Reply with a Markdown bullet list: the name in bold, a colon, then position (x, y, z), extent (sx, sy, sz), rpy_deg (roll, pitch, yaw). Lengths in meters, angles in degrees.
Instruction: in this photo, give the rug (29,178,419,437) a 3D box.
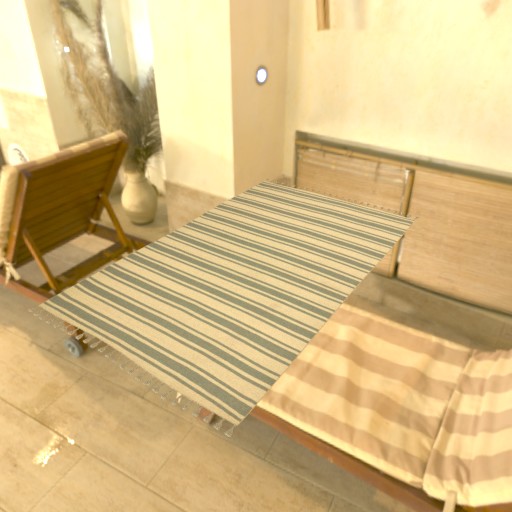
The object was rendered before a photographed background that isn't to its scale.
- **rug**: position (0.000, 0.000, 2.544), extent (1.222, 0.009, 2.084), rpy_deg (20, 37, 29)
